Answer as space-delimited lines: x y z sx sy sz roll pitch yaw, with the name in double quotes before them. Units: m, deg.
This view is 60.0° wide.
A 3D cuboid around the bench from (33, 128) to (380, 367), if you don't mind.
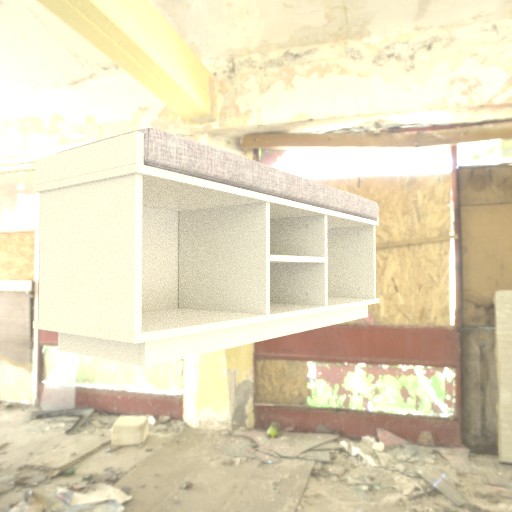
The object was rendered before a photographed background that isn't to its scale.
"bench" 0.000 0.000 1.372 0.363 0.453 1.196 -1 -2 36
